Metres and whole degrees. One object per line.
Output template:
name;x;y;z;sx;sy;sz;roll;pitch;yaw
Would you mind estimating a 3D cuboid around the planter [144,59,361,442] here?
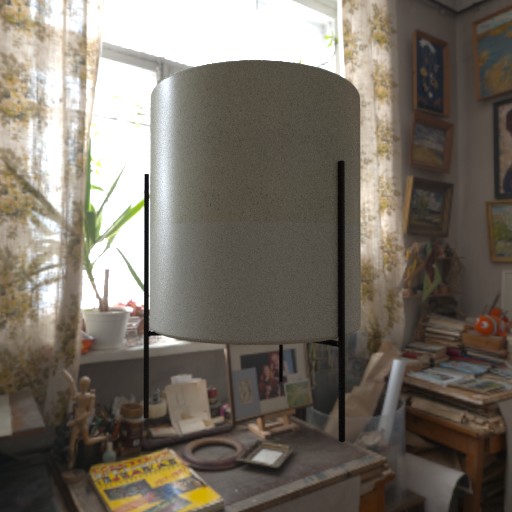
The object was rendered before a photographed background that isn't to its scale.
planter;0.000;0.000;0.704;0.324;0.483;0.333;0;-1;17
